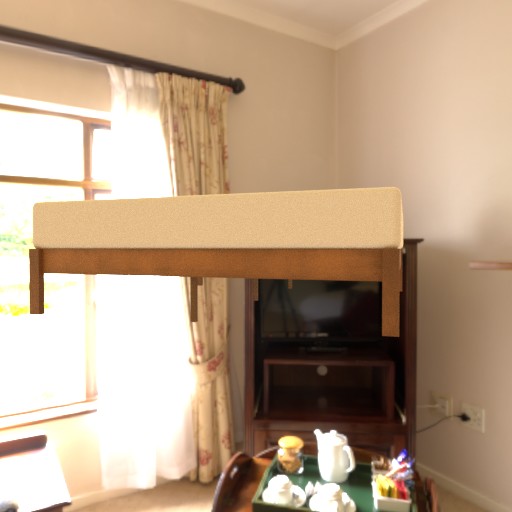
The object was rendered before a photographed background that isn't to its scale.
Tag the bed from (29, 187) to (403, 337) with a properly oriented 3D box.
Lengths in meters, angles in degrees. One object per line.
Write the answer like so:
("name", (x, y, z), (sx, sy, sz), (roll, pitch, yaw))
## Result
("bed", (0.000, 0.000, 3.078), (1.930, 0.616, 2.049), (0, 1, 19))
